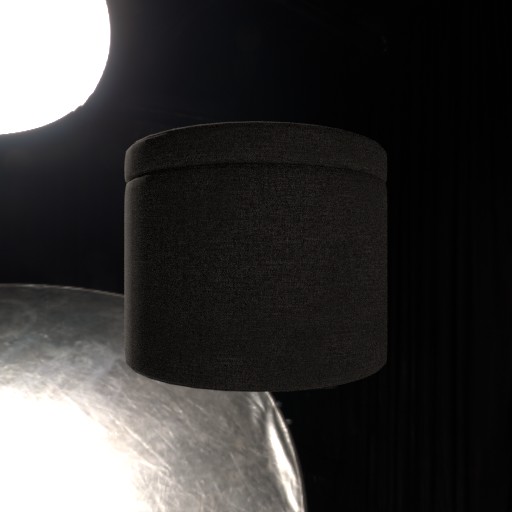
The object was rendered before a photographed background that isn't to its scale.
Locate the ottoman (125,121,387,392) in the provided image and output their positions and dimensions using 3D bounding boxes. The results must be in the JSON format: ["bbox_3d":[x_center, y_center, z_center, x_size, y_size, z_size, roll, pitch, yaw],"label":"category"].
[{"bbox_3d":[0.000,0.000,0.878,0.500,0.419,0.500,0,0,0],"label":"ottoman"}]
